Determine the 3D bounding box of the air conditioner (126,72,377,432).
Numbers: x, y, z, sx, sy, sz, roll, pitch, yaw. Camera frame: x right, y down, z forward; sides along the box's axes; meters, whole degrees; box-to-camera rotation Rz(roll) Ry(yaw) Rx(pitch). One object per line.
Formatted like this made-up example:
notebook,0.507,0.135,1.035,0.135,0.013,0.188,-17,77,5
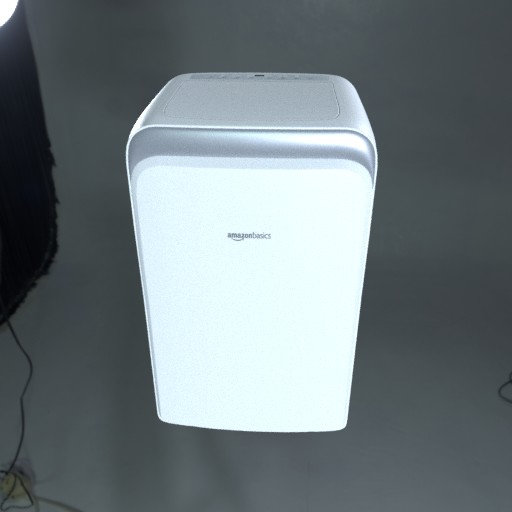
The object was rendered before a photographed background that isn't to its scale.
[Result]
air conditioner,0.000,0.000,1.055,0.478,0.765,0.467,2,32,3
